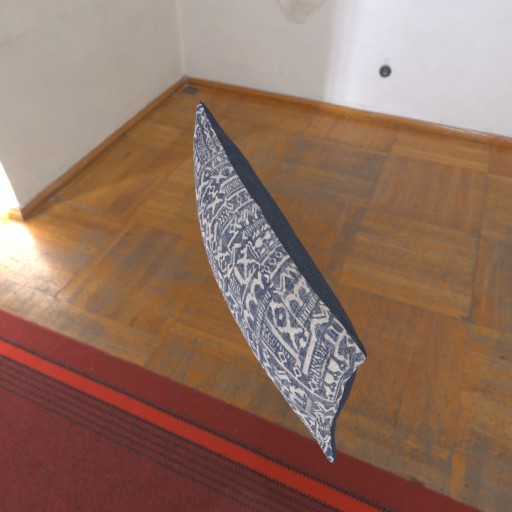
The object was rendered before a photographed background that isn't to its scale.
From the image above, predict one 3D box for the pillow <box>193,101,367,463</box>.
[{"bbox_3d":[0.000,0.000,0.765,0.148,0.292,0.631,-16,48,-15],"label":"pillow"}]
